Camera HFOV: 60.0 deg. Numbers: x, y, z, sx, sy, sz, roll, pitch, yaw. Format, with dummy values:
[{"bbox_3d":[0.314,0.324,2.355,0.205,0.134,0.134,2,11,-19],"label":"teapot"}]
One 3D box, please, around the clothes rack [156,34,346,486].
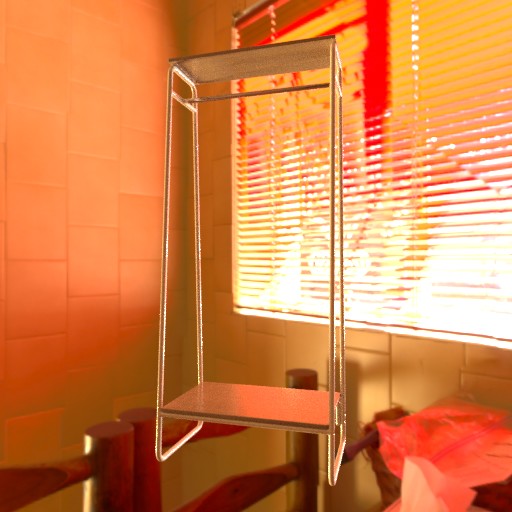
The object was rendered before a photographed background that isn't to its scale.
[{"bbox_3d":[0.000,0.000,1.704,0.640,1.512,0.400,0,-1,17],"label":"clothes rack"}]
